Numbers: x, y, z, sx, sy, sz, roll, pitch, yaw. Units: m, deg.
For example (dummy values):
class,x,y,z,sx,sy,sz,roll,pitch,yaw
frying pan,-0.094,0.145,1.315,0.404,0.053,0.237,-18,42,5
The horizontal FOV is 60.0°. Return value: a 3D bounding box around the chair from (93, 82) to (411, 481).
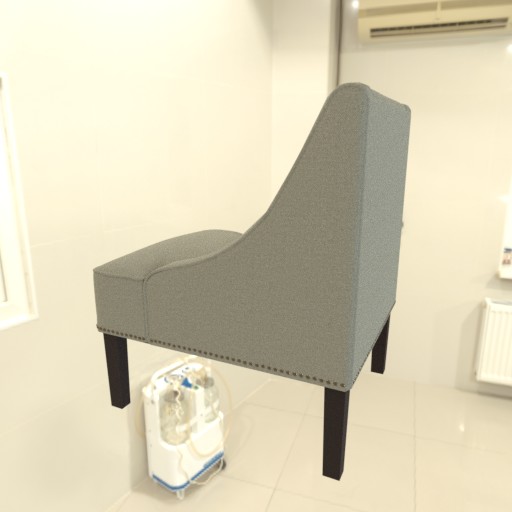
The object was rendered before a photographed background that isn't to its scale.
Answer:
class,x,y,z,sx,sy,sz,roll,pitch,yaw
chair,0.000,0.000,1.304,0.737,0.864,0.610,7,16,25
